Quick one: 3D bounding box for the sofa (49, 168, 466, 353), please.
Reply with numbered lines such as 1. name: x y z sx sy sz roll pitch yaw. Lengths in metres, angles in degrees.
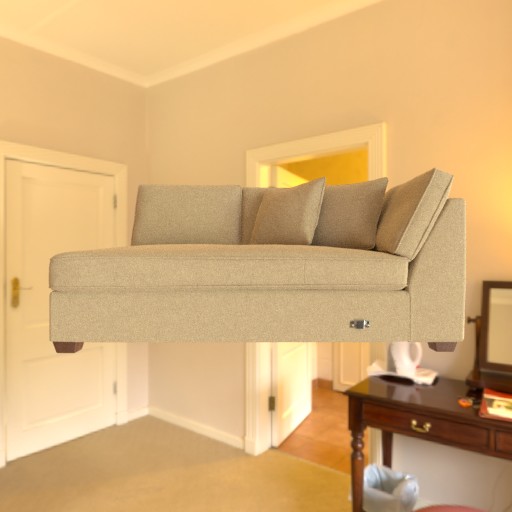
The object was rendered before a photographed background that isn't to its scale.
1. sofa: 0.000 0.000 2.851 2.237 1.033 1.110 0 0 0
